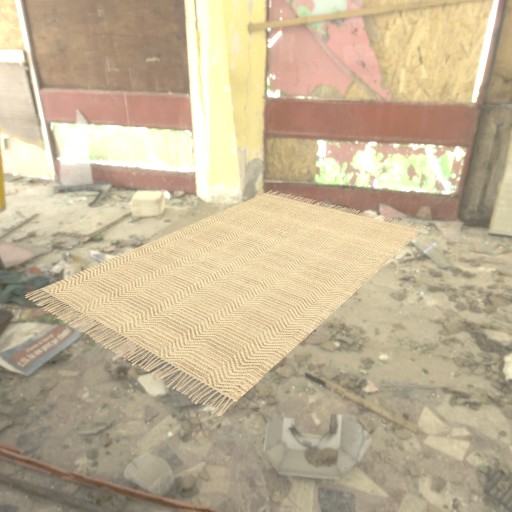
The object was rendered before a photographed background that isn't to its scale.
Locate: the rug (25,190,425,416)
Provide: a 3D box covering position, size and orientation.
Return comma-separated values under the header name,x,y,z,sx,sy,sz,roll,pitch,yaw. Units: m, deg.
name,x,y,z,sx,sy,sz,roll,pitch,yaw
rug,0.000,0.000,2.465,1.224,0.027,2.021,19,32,33
